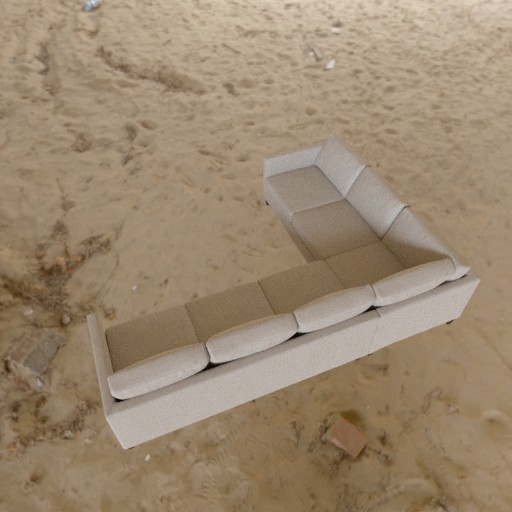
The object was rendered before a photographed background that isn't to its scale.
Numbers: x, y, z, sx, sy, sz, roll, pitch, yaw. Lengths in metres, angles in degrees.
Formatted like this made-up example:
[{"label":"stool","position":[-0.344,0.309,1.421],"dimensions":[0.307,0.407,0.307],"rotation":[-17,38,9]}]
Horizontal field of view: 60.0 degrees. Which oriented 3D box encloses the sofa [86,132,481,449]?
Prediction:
[{"label":"sofa","position":[0.000,0.000,4.292],"dimensions":[3.182,0.863,2.432],"rotation":[-17,49,-15]}]
